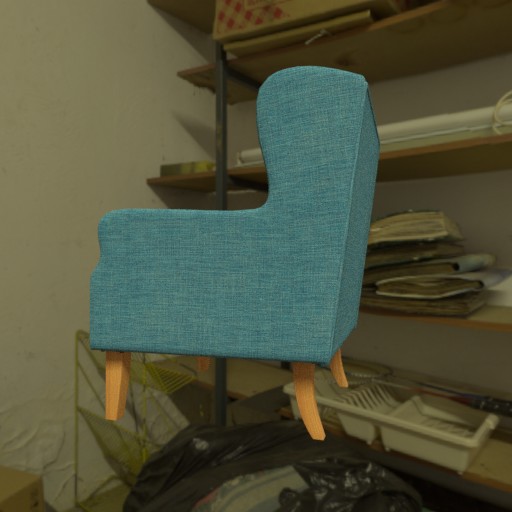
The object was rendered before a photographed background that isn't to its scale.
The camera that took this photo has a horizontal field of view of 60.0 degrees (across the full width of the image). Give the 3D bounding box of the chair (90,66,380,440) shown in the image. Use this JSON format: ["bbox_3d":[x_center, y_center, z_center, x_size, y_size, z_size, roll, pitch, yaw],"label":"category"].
[{"bbox_3d":[0.000,0.000,1.481,0.775,0.952,0.711,0,-1,19],"label":"chair"}]
